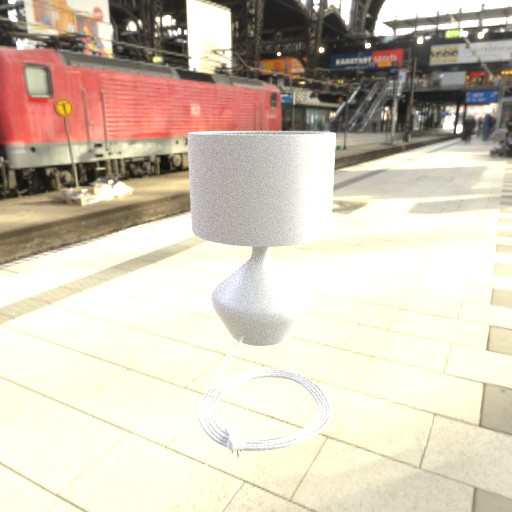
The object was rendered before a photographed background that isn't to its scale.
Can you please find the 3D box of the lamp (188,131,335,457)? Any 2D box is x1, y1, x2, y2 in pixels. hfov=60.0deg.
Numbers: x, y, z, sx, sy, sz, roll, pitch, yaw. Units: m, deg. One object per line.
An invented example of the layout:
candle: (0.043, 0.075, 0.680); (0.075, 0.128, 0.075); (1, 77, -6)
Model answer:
lamp: (0.000, 0.000, 0.865); (0.401, 0.457, 0.546); (8, 19, 25)
